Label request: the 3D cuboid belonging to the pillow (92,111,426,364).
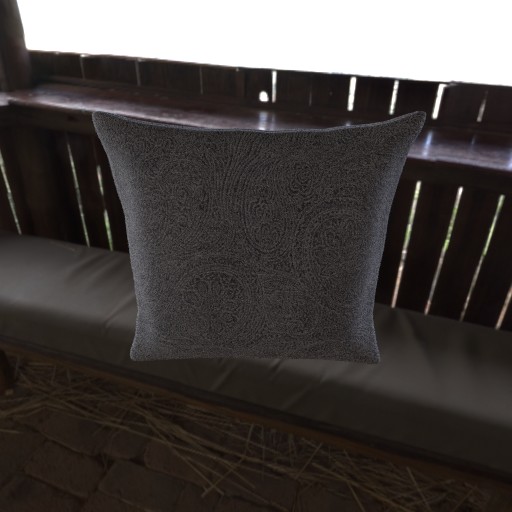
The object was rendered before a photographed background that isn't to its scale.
[{"bbox_3d":[0.000,0.000,0.806,0.523,0.510,0.166,0,30,0],"label":"pillow"}]
